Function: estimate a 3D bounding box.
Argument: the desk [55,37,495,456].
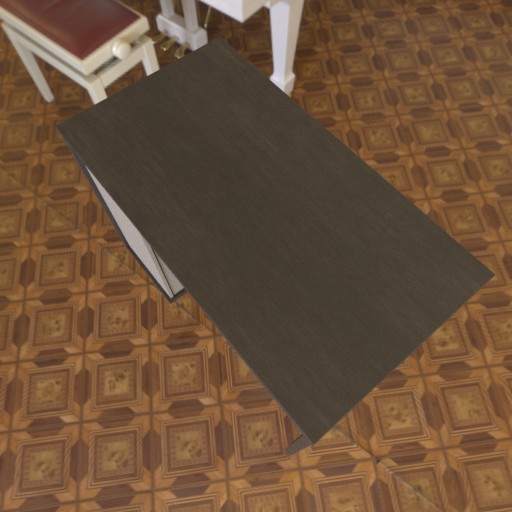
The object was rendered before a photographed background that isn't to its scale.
[{"bbox_3d":[0.000,0.000,1.513,0.600,0.750,1.100,-36,69,-16],"label":"desk"}]
